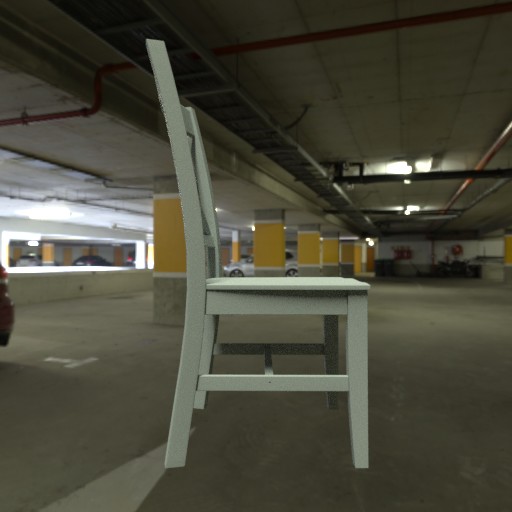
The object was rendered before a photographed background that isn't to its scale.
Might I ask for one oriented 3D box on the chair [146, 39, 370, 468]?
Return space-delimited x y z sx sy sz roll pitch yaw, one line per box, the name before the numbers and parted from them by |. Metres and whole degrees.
chair | 0.000 0.000 1.242 0.542 0.983 0.485 0 -1 1
